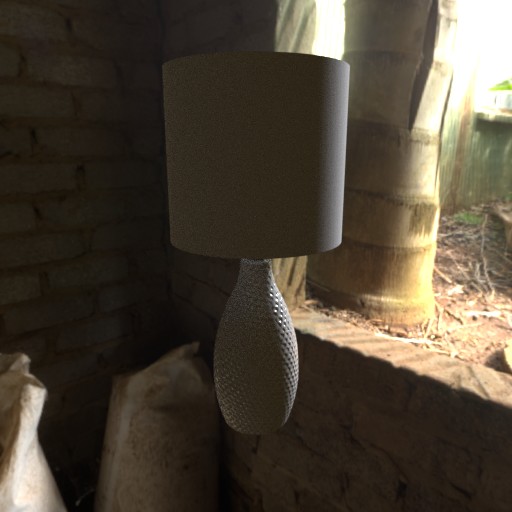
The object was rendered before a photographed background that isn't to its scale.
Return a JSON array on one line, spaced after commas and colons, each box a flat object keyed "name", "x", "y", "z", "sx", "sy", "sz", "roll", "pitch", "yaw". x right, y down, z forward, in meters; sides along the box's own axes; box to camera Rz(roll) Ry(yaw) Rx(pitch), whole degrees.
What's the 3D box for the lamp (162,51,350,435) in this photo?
[{"name": "lamp", "x": 0.000, "y": 0.000, "z": 0.573, "sx": 0.214, "sy": 0.466, "sz": 0.214, "roll": 2, "pitch": 14, "yaw": 10}]
